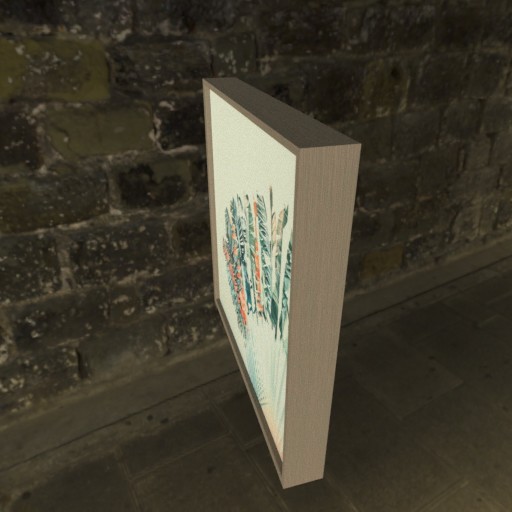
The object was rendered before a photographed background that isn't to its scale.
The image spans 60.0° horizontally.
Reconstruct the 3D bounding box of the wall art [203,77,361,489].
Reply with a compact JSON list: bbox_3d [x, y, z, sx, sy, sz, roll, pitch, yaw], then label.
[{"bbox_3d":[0.000,0.000,0.451,0.038,0.303,0.304,-8,30,-14],"label":"wall art"}]
